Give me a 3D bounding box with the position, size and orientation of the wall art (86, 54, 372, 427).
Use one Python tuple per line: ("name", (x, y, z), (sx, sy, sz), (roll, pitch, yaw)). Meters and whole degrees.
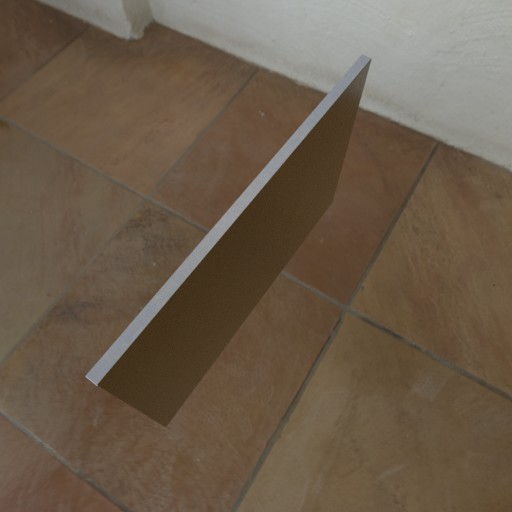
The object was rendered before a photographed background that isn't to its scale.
("wall art", (0.000, 0.000, 1.162), (0.027, 0.610, 0.932), (32, 67, 15))
